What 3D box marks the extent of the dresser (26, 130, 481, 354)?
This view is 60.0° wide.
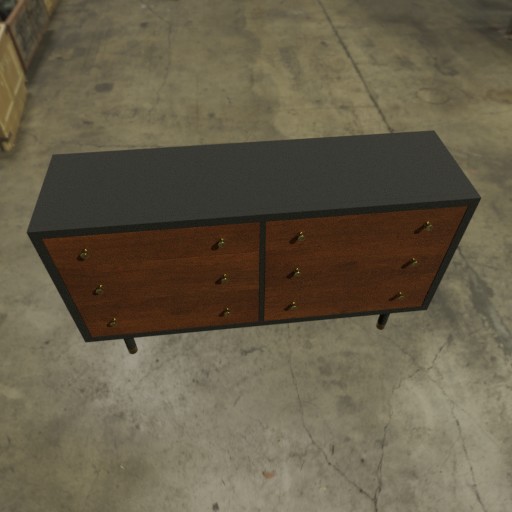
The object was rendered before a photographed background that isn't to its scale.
[{"bbox_3d":[0.000,0.000,1.969,1.558,0.872,0.463,-5,48,-4],"label":"dresser"}]
